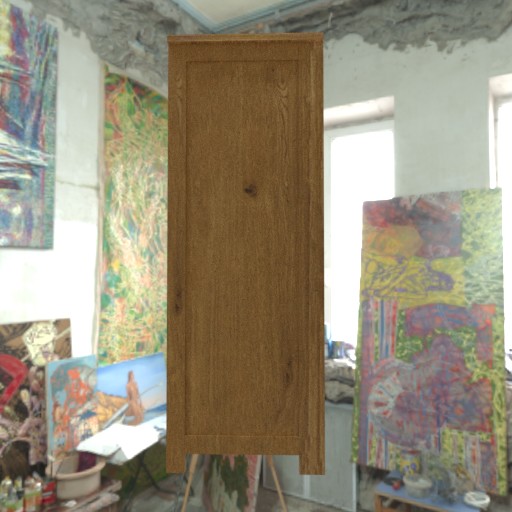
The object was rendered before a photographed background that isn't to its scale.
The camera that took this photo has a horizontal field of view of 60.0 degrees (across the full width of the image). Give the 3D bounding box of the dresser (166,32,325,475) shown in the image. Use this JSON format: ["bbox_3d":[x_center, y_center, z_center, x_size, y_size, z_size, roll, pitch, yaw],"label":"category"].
[{"bbox_3d":[0.000,0.000,1.969,0.558,1.431,1.081,0,-1,2],"label":"dresser"}]
